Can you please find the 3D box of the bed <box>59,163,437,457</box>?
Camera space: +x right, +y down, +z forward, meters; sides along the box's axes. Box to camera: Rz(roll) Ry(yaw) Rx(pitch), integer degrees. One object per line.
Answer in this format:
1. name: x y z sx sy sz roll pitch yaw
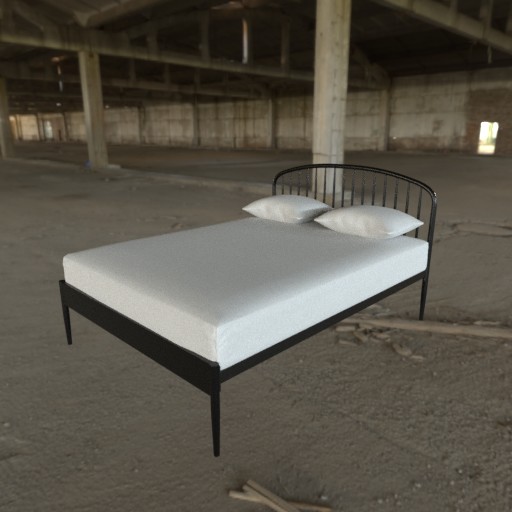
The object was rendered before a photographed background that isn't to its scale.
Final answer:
1. bed: 0.000 0.000 3.142 1.618 1.166 2.159 15 22 42
